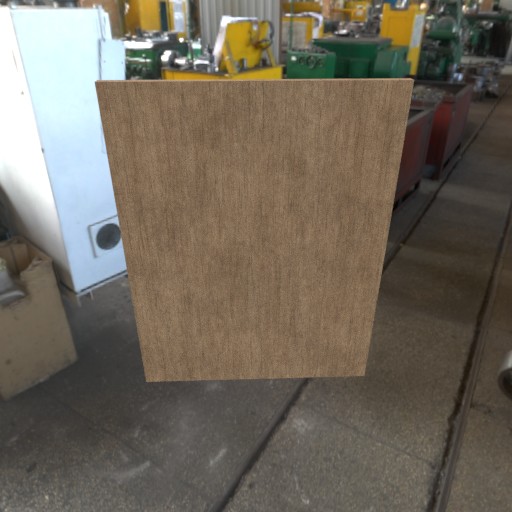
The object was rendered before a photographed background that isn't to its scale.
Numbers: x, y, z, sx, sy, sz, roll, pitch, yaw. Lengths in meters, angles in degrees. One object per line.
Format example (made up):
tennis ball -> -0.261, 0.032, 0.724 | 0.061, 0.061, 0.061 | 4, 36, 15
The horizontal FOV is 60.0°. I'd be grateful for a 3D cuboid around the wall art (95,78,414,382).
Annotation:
wall art -> 0.000, 0.000, 0.919 | 0.534, 0.686, 0.018 | -1, 30, -2
